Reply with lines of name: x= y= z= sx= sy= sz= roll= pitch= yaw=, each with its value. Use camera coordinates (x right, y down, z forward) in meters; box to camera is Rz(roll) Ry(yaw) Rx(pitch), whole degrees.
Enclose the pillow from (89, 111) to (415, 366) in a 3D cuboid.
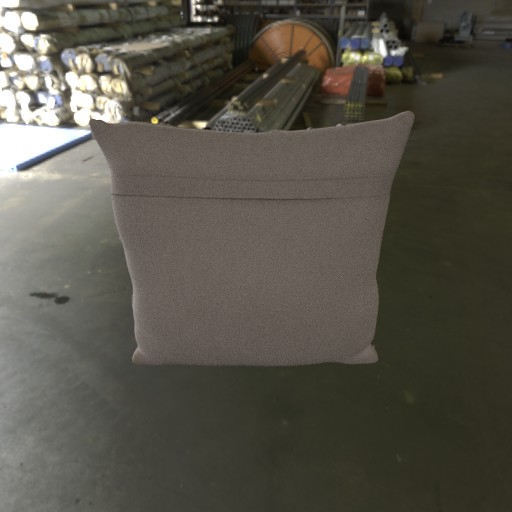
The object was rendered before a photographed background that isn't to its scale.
pillow: x=0.000 y=0.000 z=0.693 sx=0.439 sy=0.440 sz=0.185 roll=-1 pitch=31 yaw=-1
